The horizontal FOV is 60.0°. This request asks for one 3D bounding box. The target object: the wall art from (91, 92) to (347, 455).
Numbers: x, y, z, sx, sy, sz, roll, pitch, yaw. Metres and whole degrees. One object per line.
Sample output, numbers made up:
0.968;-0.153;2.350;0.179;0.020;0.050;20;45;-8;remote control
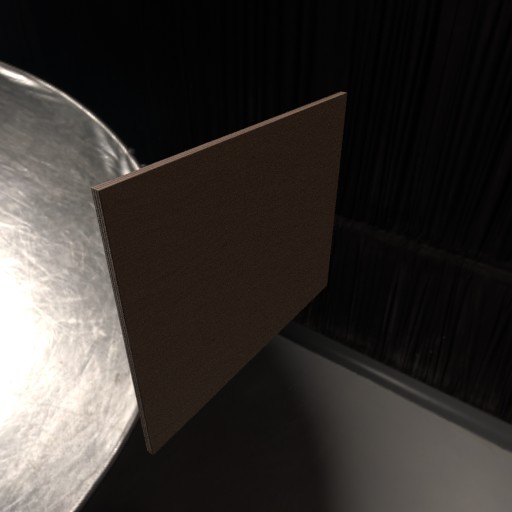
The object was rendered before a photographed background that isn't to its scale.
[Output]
0.000;0.000;0.696;0.013;0.406;0.508;22;38;30;wall art
